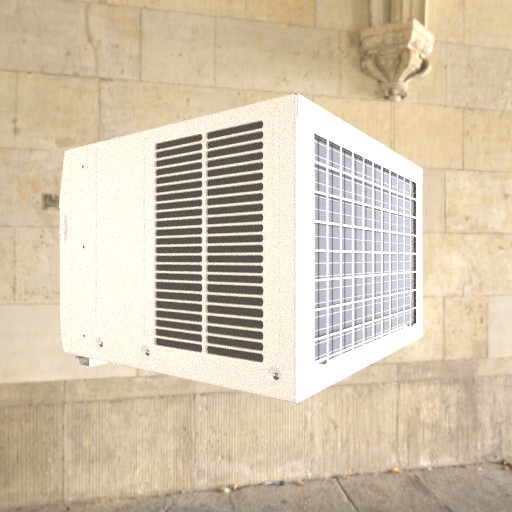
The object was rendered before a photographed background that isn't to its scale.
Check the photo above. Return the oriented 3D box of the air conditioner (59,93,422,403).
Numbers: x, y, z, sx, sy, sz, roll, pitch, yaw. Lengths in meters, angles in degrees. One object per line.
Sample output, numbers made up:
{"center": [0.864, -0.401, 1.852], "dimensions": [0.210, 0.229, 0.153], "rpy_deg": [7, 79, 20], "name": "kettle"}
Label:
{"center": [0.000, 0.000, 1.052], "dimensions": [0.599, 0.455, 0.645], "rpy_deg": [0, 0, 35], "name": "air conditioner"}
